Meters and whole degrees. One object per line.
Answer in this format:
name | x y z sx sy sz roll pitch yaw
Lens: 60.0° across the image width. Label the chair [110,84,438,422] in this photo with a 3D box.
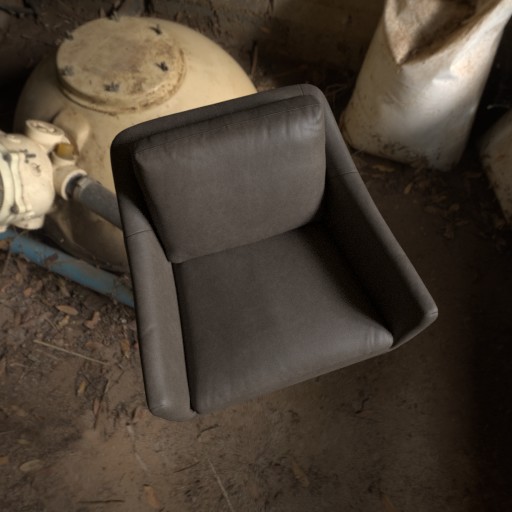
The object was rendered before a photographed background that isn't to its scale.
chair | 0.000 0.000 1.712 0.988 0.901 0.961 -17 66 -8
